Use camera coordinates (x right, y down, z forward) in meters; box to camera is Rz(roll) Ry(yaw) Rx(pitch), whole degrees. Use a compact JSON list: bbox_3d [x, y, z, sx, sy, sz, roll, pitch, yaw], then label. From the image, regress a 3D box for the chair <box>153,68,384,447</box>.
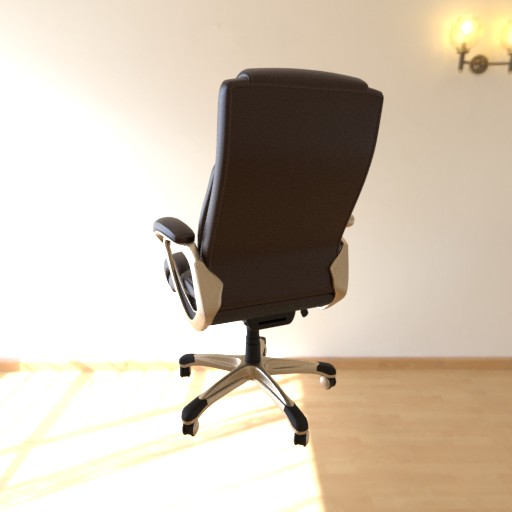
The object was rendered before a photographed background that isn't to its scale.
[{"bbox_3d":[0.000,0.000,1.638,0.692,1.194,0.749,-6,15,-25],"label":"chair"}]
